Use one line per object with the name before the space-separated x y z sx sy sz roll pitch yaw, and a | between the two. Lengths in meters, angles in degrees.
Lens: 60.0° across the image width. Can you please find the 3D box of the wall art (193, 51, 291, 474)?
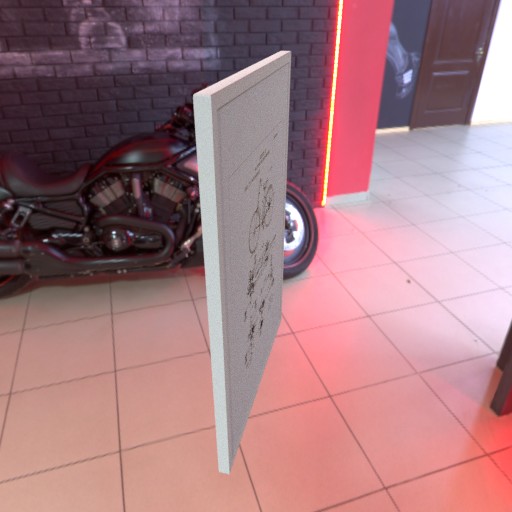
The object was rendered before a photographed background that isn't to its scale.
wall art | 0.000 0.000 0.603 0.015 0.477 0.332 8 31 13
